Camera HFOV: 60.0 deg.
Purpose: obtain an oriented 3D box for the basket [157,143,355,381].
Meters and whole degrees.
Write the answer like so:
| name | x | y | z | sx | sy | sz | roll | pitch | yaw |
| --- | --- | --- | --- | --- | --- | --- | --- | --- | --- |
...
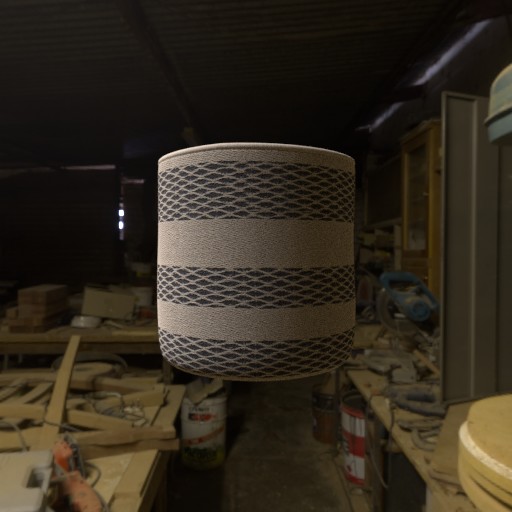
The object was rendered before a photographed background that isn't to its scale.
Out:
| name | x | y | z | sx | sy | sz | roll | pitch | yaw |
| --- | --- | --- | --- | --- | --- | --- | --- | --- | --- |
| basket | 0.000 | 0.000 | 1.086 | 0.351 | 0.356 | 0.917 | 0 | 2 | 0 |
